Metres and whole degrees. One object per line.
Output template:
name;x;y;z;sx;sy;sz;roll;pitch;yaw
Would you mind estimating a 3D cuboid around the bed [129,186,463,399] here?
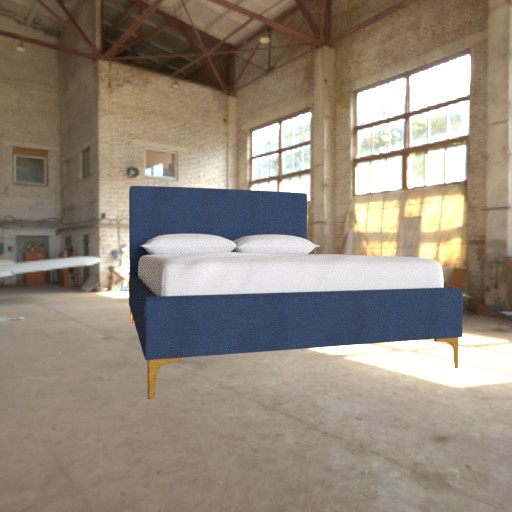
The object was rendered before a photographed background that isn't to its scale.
bed;0.000;0.000;3.213;1.723;1.231;2.172;0;1;-18
